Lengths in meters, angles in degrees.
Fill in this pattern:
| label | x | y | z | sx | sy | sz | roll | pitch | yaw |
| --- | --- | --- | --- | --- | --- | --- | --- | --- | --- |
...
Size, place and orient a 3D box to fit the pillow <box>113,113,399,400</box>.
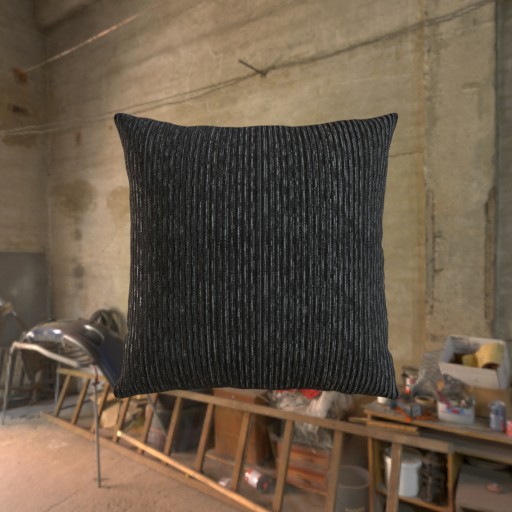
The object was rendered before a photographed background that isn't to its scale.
| label | x | y | z | sx | sy | sz | roll | pitch | yaw |
| --- | --- | --- | --- | --- | --- | --- | --- | --- | --- |
| pillow | 0.000 | 0.000 | 0.669 | 0.433 | 0.434 | 0.196 | 0 | 0 | 0 |
